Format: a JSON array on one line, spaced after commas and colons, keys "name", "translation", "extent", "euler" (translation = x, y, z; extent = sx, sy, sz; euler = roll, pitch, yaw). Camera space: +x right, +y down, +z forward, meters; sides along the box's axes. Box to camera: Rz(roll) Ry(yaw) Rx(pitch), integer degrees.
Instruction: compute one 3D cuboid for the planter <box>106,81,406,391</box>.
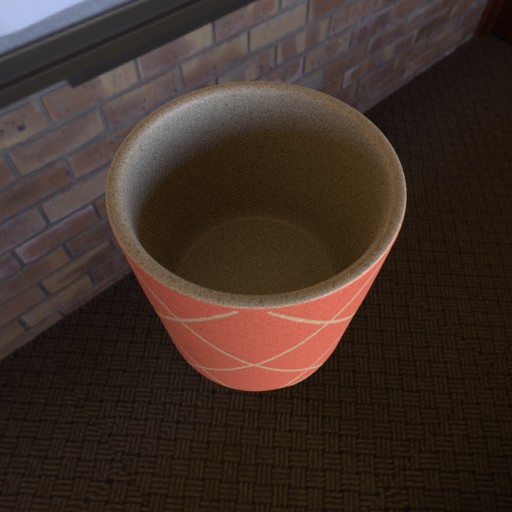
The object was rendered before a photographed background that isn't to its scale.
[{"name": "planter", "translation": [0.000, 0.000, 0.437], "extent": [0.227, 0.235, 0.227], "euler": [0, 58, 0]}]
